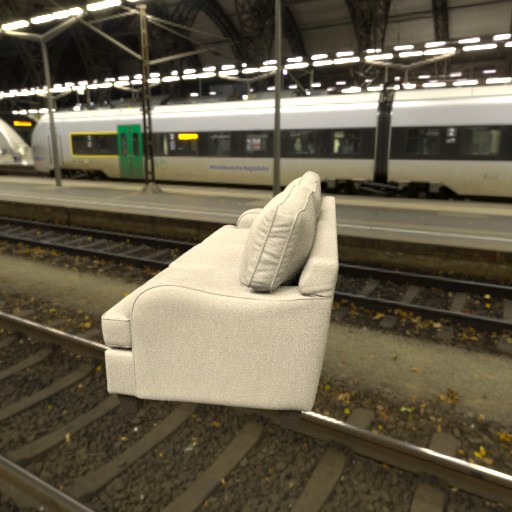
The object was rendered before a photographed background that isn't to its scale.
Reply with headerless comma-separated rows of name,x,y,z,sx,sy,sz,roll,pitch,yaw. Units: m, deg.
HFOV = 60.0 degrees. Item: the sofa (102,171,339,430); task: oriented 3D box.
sofa,0.000,0.000,2.909,1.016,0.991,2.323,2,14,9
